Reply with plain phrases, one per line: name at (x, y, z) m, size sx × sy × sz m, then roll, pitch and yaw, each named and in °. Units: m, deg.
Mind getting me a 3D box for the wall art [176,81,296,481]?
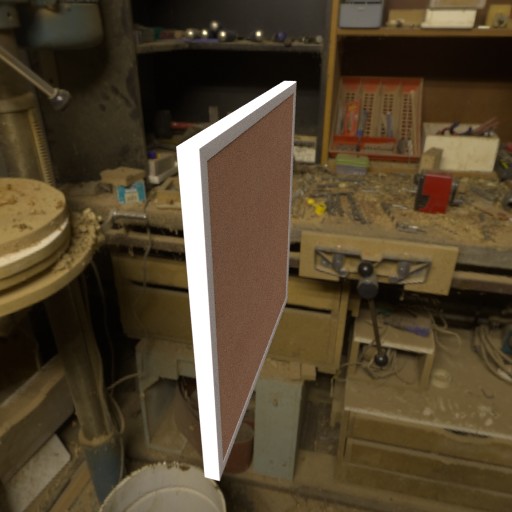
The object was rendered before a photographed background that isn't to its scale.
wall art at (0.000, 0.000, 1.152) m, size 0.036 × 0.760 × 0.760 m, roll 7°, pitch 29°, yaw 13°
